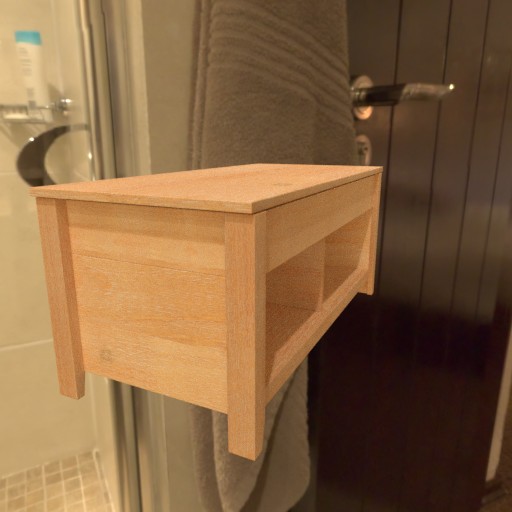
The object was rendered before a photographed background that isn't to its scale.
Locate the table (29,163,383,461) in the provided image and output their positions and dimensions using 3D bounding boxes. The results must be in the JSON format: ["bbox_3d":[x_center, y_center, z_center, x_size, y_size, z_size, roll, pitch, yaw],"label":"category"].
[{"bbox_3d":[0.000,0.000,1.256,0.483,0.457,1.016,7,16,25],"label":"table"}]
